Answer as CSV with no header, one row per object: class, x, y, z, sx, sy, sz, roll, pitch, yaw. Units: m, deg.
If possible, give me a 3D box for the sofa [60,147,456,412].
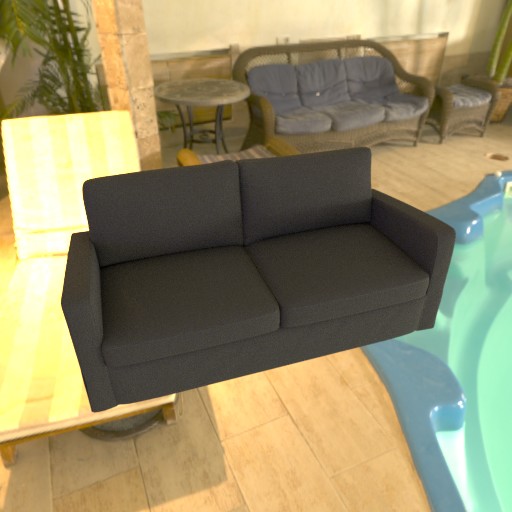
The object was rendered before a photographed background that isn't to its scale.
sofa,0.000,0.000,2.356,1.852,0.839,0.898,-10,34,-15
